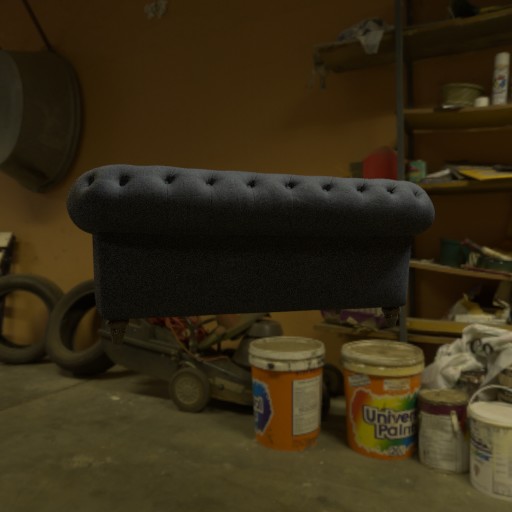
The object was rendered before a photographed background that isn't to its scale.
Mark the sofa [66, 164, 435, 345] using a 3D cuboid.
[{"bbox_3d":[0.000,0.000,2.507,1.988,0.833,1.082,0,1,-18],"label":"sofa"}]
